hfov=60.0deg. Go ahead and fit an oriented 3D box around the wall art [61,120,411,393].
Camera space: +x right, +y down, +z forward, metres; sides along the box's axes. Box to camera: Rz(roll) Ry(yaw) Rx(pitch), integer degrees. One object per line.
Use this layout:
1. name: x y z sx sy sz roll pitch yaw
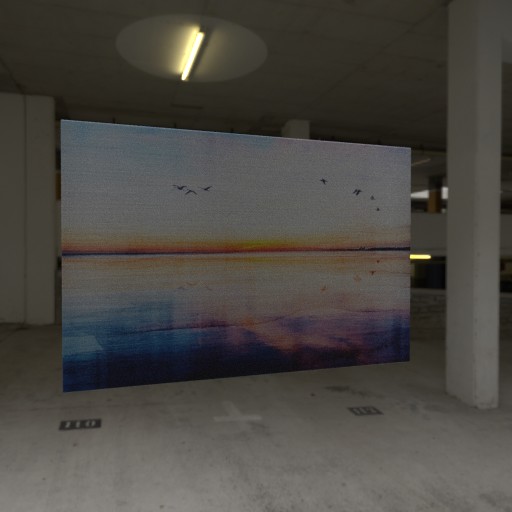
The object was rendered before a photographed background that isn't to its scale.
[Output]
1. wall art: 0.000 0.000 0.751 0.604 0.402 0.018 0 1 -18
